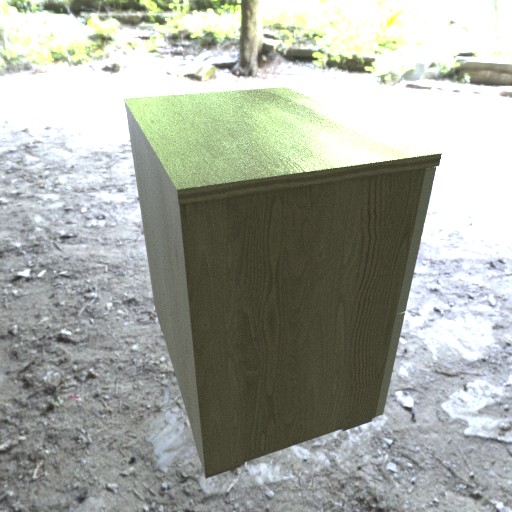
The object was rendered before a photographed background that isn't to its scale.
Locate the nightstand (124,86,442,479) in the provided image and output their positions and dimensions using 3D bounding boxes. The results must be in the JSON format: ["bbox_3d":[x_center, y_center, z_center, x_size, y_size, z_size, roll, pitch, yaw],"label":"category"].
[{"bbox_3d":[0.000,0.000,0.761,0.325,0.461,0.442,-11,33,-18],"label":"nightstand"}]
